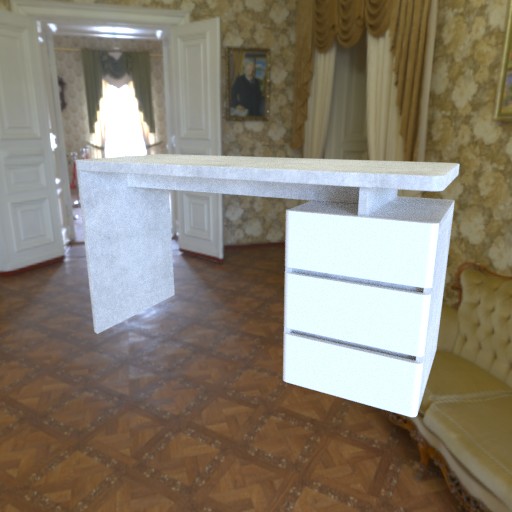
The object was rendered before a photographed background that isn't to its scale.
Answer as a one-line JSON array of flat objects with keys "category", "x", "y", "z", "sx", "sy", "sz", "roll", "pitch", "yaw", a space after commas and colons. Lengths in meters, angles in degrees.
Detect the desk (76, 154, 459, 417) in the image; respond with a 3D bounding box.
[{"category": "desk", "x": 0.000, "y": 0.000, "z": 1.804, "sx": 1.400, "sy": 0.755, "sz": 0.550, "roll": 8, "pitch": 18, "yaw": 27}]
